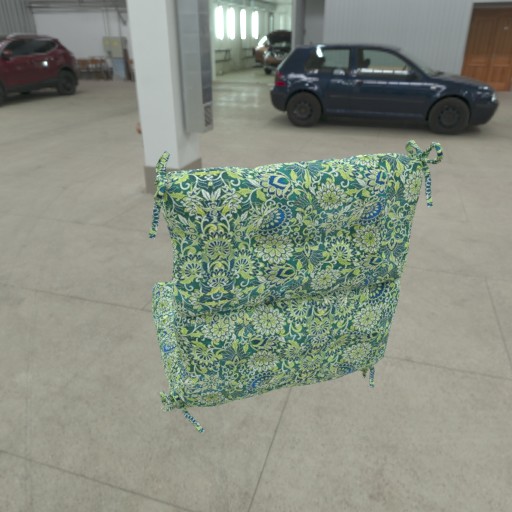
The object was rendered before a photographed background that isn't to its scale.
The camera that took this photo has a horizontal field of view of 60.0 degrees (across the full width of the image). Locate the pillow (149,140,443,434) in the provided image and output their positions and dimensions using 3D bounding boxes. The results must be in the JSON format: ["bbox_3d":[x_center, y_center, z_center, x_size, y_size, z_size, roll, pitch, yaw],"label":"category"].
[{"bbox_3d":[0.000,0.000,1.030,0.519,0.605,0.571,-8,28,-16],"label":"pillow"}]
